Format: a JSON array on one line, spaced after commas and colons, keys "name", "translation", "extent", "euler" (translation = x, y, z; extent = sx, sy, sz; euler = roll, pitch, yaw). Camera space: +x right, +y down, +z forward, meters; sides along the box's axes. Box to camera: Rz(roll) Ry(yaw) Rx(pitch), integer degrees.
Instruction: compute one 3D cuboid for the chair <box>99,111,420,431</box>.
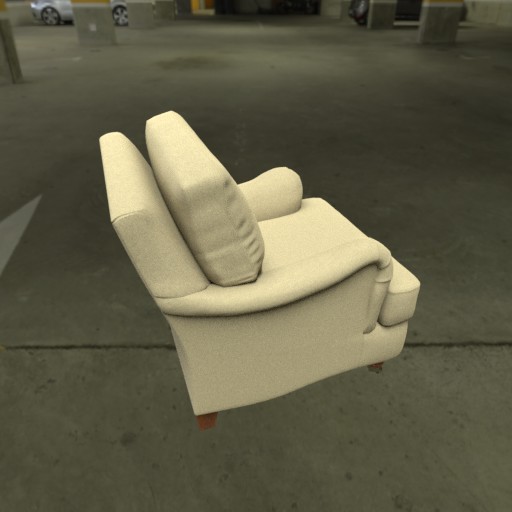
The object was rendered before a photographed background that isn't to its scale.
[{"name": "chair", "translation": [0.000, 0.000, 1.857], "extent": [1.078, 1.076, 0.895], "euler": [-10, 32, -16]}]
